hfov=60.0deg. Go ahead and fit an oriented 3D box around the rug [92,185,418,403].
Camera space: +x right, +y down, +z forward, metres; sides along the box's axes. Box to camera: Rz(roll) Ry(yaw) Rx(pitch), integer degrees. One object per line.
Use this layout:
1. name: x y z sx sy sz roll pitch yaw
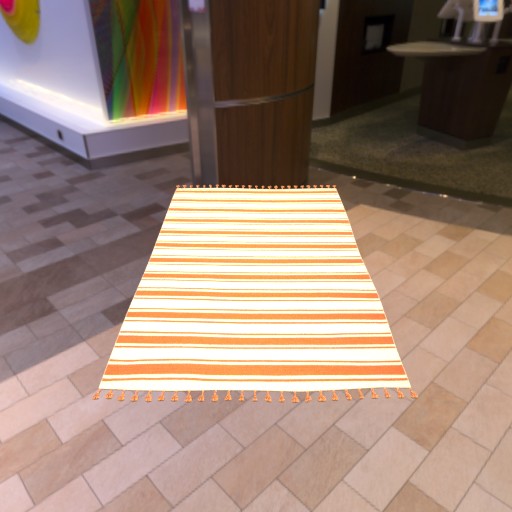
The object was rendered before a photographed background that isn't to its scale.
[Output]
1. rug: 0.000 0.000 2.548 1.232 0.017 2.092 0 32 0
